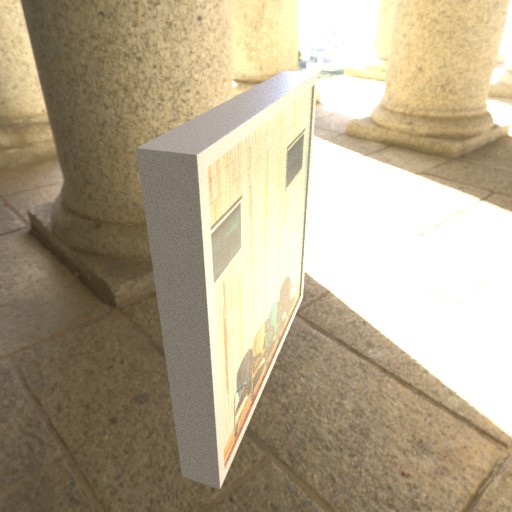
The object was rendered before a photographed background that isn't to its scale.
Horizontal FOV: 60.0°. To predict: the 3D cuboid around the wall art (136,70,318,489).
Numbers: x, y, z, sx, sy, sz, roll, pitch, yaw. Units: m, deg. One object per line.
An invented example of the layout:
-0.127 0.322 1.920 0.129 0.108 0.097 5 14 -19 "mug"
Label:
0.000 0.000 0.445 0.038 0.305 0.305 10 32 16 "wall art"
